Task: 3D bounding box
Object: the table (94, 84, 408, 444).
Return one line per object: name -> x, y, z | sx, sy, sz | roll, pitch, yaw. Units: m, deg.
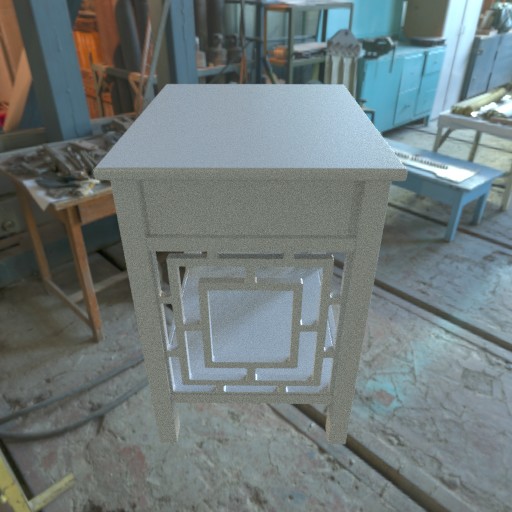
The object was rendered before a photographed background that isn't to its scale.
table -> 0.000, 0.000, 1.028 | 0.451, 0.646, 0.564 | 0, 32, 0
